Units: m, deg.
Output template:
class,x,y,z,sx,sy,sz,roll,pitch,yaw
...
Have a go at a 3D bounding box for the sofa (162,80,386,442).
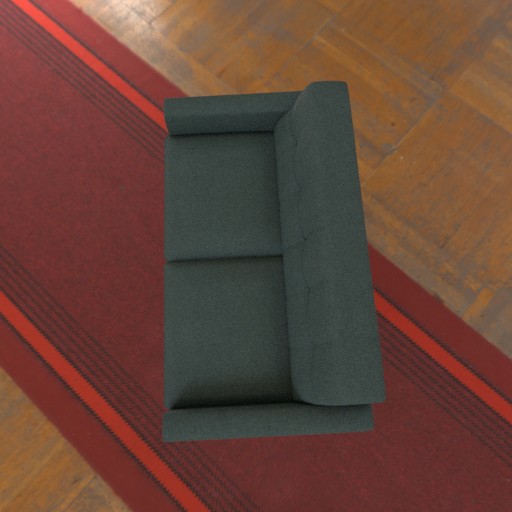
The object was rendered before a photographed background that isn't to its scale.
class,x,y,z,sx,sy,sz,roll,pitch,yaw
sofa,0.000,0.000,2.173,0.909,0.841,1.631,-3,75,-1
